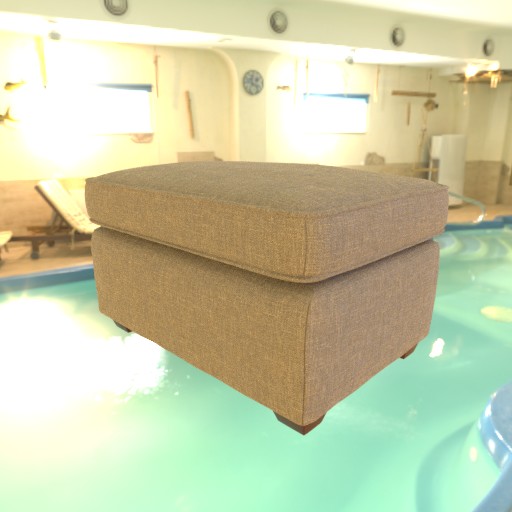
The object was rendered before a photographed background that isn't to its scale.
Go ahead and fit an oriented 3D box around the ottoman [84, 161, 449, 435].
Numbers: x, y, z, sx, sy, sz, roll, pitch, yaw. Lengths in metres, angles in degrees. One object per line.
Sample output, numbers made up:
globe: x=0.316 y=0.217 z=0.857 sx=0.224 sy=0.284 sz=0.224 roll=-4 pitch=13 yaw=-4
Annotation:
ottoman: x=0.000 y=0.000 z=1.124 sx=0.762 sy=0.457 sz=0.559 roll=15 pitch=22 yaw=42
